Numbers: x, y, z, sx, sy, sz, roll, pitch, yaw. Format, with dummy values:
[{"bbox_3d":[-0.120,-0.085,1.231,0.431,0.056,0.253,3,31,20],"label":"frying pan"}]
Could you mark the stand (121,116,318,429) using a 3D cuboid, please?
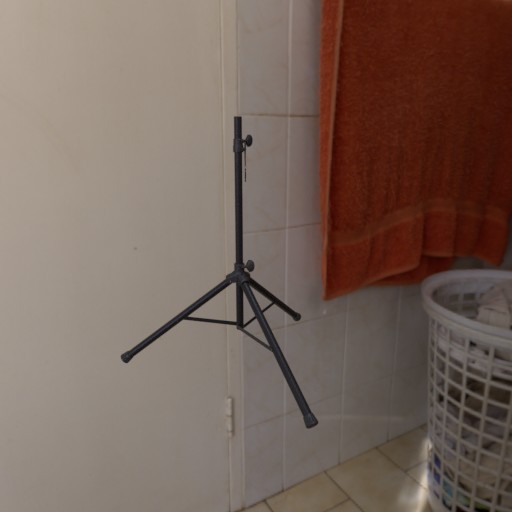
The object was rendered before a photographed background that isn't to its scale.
[{"bbox_3d":[0.000,0.000,1.876,1.045,1.136,0.907,-8,18,-27],"label":"stand"}]
